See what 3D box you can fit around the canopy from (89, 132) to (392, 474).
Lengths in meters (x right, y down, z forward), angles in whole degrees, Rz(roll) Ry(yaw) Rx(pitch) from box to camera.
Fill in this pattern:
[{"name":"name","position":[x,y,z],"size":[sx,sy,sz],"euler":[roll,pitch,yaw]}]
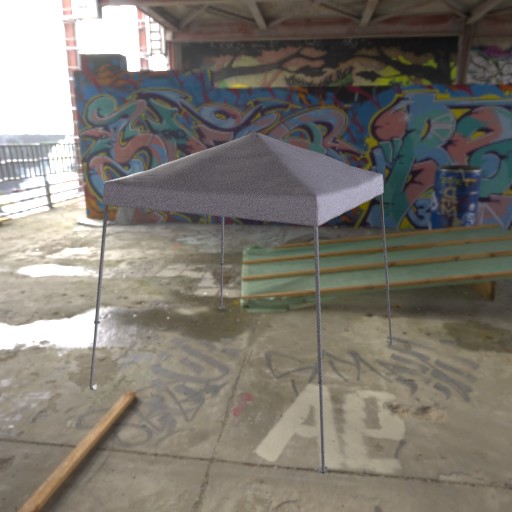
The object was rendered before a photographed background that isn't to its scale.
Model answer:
[{"name":"canopy","position":[0.000,0.000,5.303],"size":[2.850,2.850,2.849],"euler":[8,17,27]}]
